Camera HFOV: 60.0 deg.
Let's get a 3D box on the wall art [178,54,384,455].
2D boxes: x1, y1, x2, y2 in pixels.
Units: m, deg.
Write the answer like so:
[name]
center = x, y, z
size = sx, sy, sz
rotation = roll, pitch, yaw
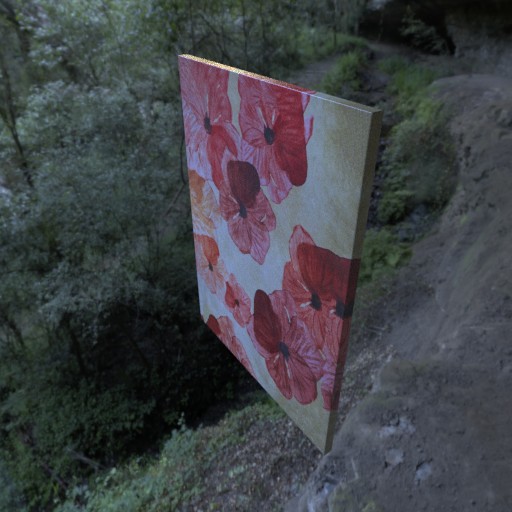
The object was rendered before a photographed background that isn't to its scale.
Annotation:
[wall art]
center = 0.000, 0.000, 1.325
size = 0.031, 1.015, 0.762
rotation = -21, 38, -29
